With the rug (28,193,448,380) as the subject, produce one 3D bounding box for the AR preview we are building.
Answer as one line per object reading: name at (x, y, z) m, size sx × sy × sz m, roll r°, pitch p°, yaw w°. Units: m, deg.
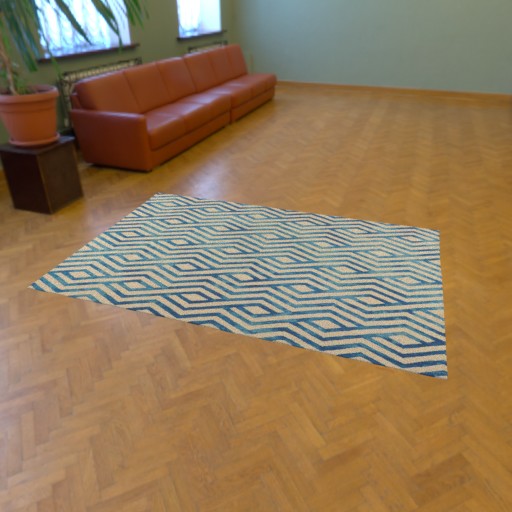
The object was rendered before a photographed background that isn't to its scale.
rug at (0.000, 0.000, 2.312) m, size 1.830 × 0.008 × 1.225 m, roll 9°, pitch 31°, yaw 16°
